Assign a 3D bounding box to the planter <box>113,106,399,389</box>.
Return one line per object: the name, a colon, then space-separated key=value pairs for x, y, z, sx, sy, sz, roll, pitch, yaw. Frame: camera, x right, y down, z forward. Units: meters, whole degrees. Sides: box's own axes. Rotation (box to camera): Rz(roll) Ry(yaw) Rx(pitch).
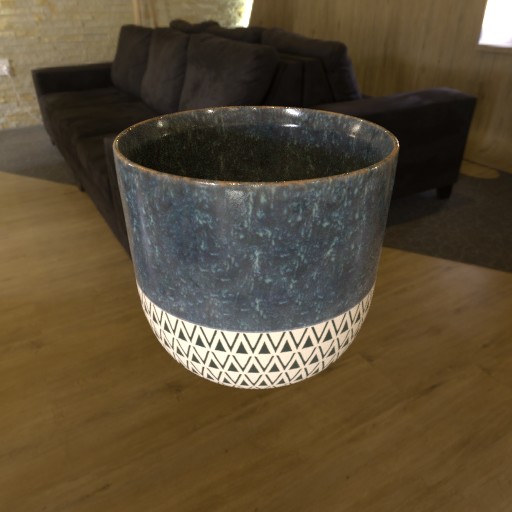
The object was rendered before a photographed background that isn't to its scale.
planter: x=0.000 y=0.000 z=0.493 sx=0.266 sy=0.270 sz=0.266 roll=0 pitch=30 yaw=0
